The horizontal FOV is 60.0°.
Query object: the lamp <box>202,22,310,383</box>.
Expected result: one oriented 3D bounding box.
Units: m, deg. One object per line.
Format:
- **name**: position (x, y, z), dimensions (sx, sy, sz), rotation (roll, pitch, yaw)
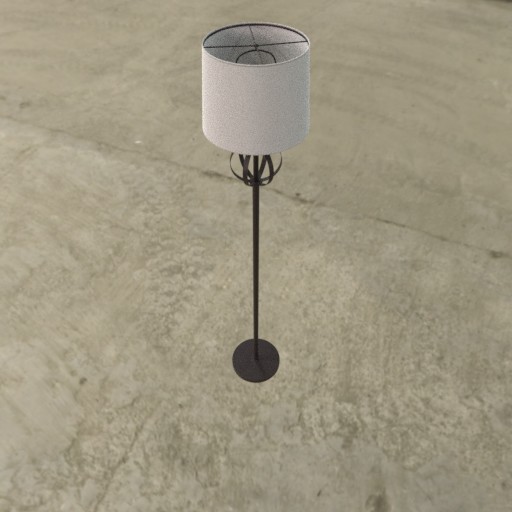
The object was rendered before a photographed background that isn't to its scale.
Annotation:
- **lamp**: position (0.000, 0.000, 1.567), dimensions (0.286, 1.462, 0.286), rotation (-30, 54, -25)
